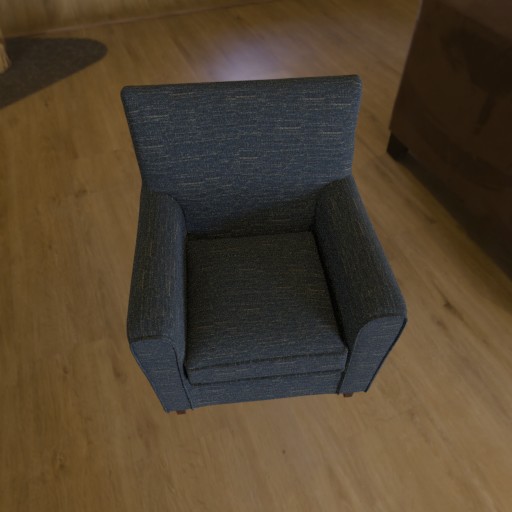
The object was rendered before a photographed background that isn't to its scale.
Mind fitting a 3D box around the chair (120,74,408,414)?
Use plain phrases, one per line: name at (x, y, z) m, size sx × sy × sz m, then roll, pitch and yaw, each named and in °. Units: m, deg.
chair at (0.000, 0.000, 1.629) m, size 0.864 × 0.928 × 0.873 m, roll -4°, pitch 48°, yaw -4°
